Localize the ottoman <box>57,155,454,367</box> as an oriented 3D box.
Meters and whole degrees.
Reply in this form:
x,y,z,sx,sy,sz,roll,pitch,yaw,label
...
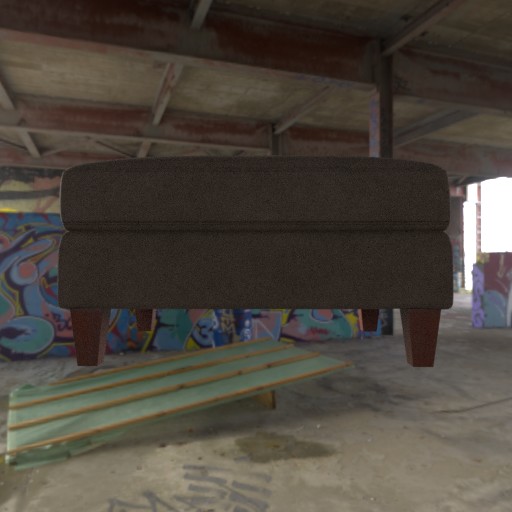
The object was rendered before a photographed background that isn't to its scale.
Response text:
x,y,z,sx,sy,sz,roll,pitch,yaw,label
0.000,0.000,1.214,0.864,0.483,0.584,0,0,1,ottoman
